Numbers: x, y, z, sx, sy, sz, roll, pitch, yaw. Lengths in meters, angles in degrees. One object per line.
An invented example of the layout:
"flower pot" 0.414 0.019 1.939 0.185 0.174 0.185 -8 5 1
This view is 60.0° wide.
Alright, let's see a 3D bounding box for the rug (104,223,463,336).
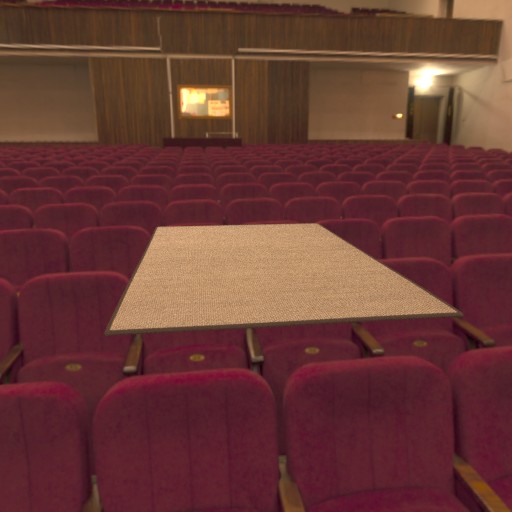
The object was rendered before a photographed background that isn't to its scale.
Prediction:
"rug" 0.000 0.000 2.087 1.067 0.013 1.676 -2 14 -7
